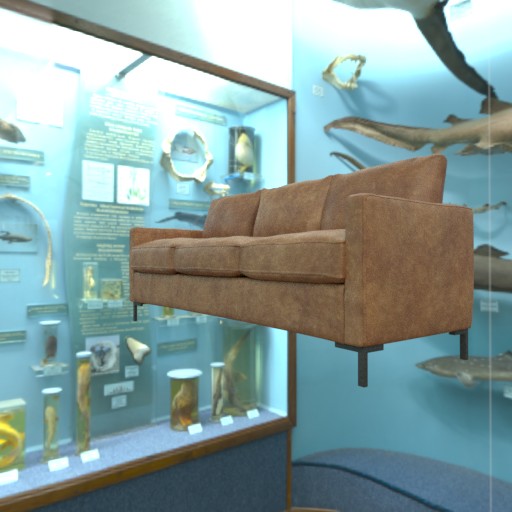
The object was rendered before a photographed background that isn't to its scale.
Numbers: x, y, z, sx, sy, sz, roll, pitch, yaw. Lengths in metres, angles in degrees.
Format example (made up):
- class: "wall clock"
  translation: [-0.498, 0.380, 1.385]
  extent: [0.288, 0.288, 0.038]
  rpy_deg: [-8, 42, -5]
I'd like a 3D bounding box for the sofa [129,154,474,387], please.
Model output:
- class: "sofa"
  translation: [0.000, 0.000, 2.392]
  extent: [0.748, 0.863, 2.029]
  rpy_deg: [0, -1, -37]
